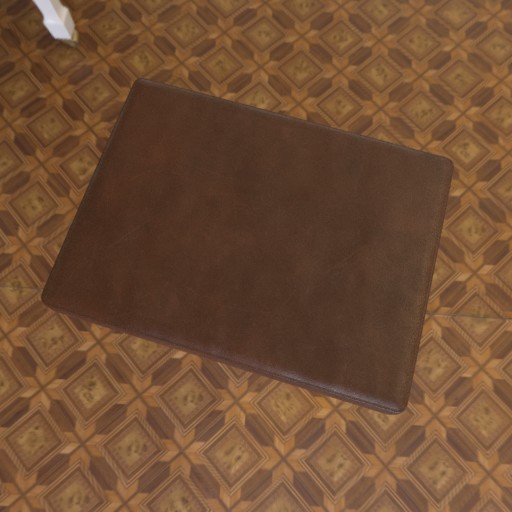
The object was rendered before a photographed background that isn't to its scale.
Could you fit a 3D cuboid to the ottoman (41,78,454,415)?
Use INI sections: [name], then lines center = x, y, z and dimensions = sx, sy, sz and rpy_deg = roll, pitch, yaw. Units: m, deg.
[ottoman]
center = 0.000, 0.000, 1.182
dimensions = 0.795, 0.509, 0.588
rpy_deg = 16, 75, 4
